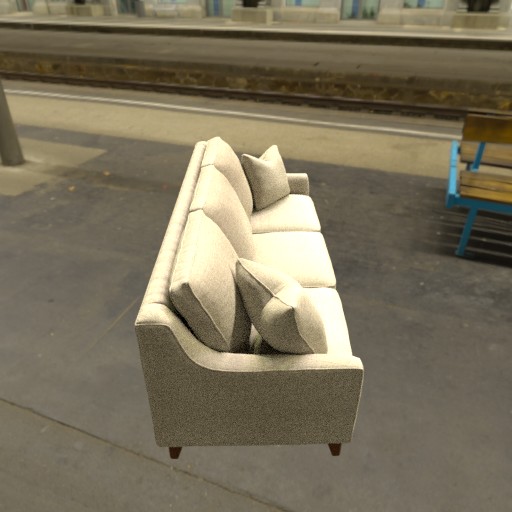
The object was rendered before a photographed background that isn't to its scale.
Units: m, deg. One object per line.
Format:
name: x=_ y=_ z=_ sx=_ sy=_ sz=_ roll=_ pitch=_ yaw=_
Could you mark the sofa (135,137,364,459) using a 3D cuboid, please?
sofa: x=0.000 y=0.000 z=2.554 sx=0.865 sy=0.914 sz=2.031 roll=0 pitch=32 yaw=0
